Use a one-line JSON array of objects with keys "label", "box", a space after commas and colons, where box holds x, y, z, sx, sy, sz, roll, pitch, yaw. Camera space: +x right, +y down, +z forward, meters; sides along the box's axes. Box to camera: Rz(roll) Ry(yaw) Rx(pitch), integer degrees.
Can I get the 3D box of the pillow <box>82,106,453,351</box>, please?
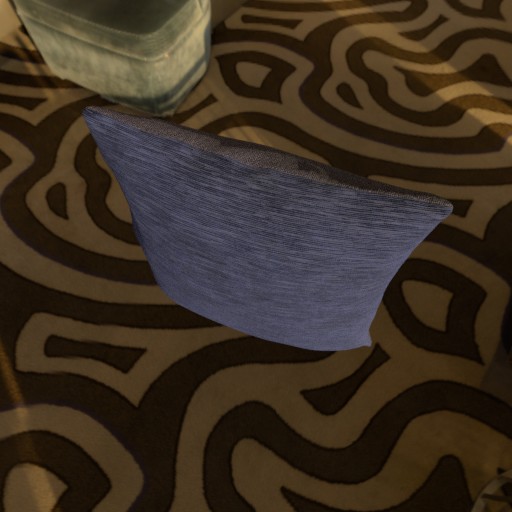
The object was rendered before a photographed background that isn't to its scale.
[{"label": "pillow", "box": [0.000, 0.000, 0.687, 0.452, 0.439, 0.204, 17, 61, 10]}]
